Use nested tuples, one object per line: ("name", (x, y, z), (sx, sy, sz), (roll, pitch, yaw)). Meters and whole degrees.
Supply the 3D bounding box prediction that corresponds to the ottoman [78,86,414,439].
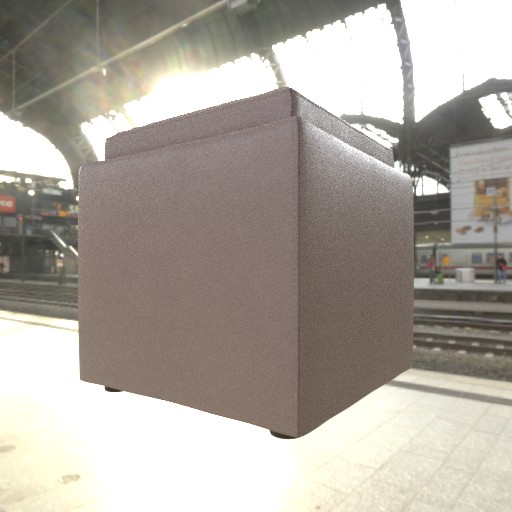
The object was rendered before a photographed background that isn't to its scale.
("ottoman", (0.000, 0.000, 0.804), (0.451, 0.460, 0.450), (-1, -1, 36))
